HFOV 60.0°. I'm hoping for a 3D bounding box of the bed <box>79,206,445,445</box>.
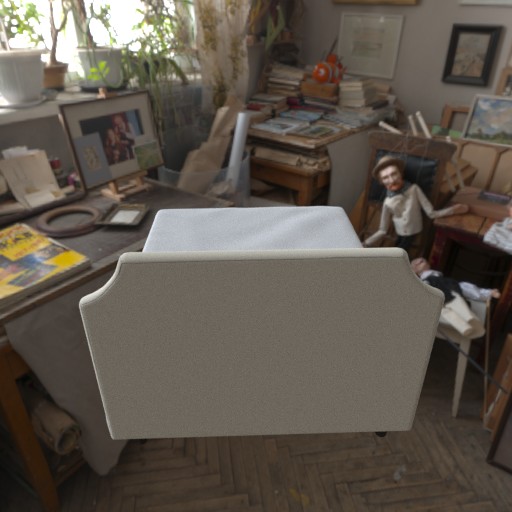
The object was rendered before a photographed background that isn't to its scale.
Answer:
[{"bbox_3d":[0.000,0.000,4.076,2.350,1.590,2.773,-1,30,-2],"label":"bed"}]
